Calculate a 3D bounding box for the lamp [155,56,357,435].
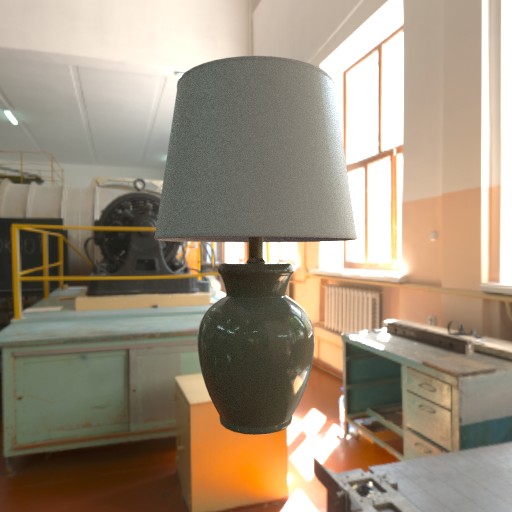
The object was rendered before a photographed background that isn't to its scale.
[{"bbox_3d":[0.000,0.000,0.536,0.239,0.399,0.239,0,0,0],"label":"lamp"}]
